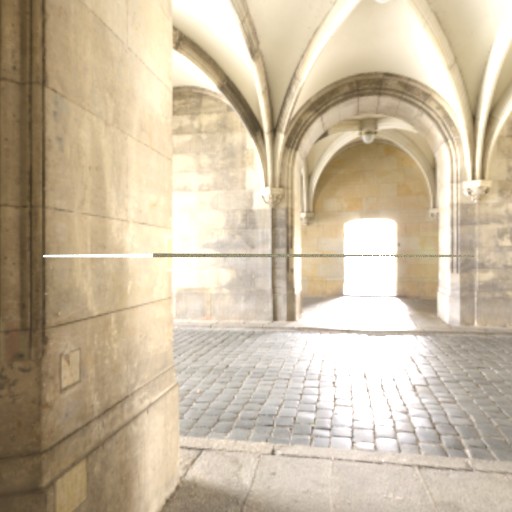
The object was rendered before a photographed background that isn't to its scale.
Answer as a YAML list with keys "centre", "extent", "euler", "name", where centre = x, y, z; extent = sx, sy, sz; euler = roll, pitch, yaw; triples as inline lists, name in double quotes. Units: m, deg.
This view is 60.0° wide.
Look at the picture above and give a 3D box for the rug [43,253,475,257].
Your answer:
- centre: [0.000, 0.000, 3.987]
  extent: [3.039, 0.019, 2.420]
  euler: [0, 0, -37]
  name: "rug"
